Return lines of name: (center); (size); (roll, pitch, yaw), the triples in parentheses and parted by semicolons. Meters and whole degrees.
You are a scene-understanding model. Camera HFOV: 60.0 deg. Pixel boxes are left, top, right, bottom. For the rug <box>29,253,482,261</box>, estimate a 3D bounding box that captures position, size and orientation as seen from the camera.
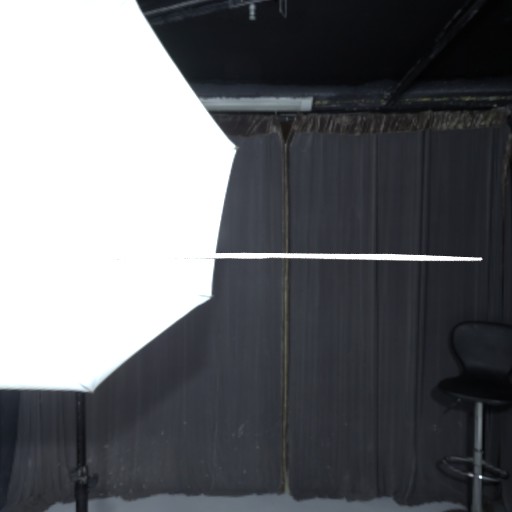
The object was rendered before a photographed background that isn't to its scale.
rug: (0.000, 0.000, 5.091); (3.778, 0.053, 2.873); (0, 1, 1)
